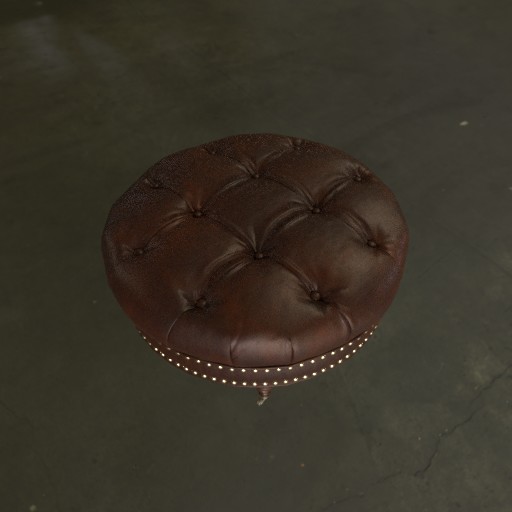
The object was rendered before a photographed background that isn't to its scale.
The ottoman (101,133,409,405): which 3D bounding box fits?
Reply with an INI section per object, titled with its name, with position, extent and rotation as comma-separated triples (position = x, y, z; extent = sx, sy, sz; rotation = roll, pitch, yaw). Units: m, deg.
[ottoman]
position = 0.000, 0.000, 1.413
extent = 0.901, 0.455, 0.901
rotation = 0, 47, 0
